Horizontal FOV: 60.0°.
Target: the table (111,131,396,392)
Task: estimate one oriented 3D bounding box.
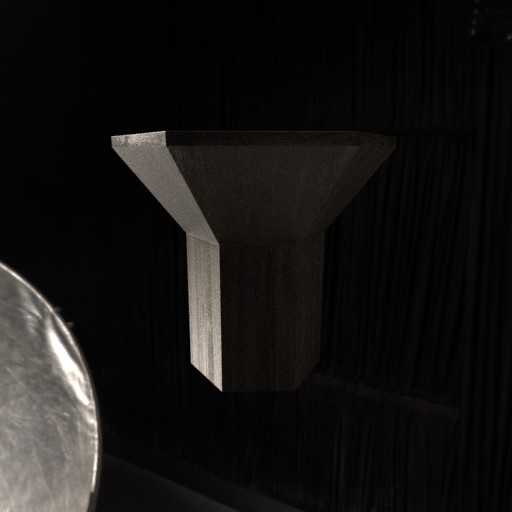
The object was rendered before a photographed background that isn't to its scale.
[{"bbox_3d":[0.000,0.000,1.129,0.592,0.586,0.683,7,15,27],"label":"table"}]
